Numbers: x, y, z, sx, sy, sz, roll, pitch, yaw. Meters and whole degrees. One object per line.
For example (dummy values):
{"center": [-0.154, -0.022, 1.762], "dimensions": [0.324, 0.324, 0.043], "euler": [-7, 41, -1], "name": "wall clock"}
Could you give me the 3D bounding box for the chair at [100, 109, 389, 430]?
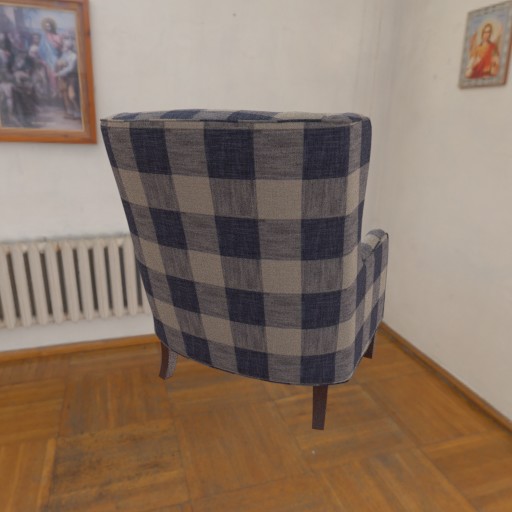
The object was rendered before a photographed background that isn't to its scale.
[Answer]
{"center": [0.000, 0.000, 1.669], "dimensions": [0.830, 1.041, 0.889], "euler": [9, 19, 26], "name": "chair"}
